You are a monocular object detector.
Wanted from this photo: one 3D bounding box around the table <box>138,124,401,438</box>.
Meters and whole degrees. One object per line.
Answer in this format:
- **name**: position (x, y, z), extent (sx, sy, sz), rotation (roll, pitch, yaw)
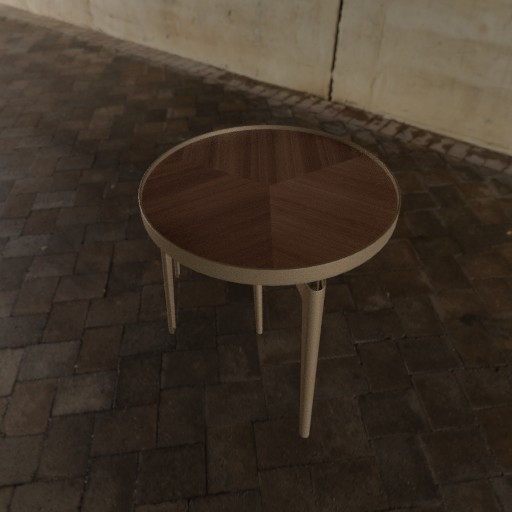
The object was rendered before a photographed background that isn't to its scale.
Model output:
- **table**: position (0.000, 0.000, 1.162), extent (0.532, 0.555, 0.751), rotation (-13, 44, -14)
